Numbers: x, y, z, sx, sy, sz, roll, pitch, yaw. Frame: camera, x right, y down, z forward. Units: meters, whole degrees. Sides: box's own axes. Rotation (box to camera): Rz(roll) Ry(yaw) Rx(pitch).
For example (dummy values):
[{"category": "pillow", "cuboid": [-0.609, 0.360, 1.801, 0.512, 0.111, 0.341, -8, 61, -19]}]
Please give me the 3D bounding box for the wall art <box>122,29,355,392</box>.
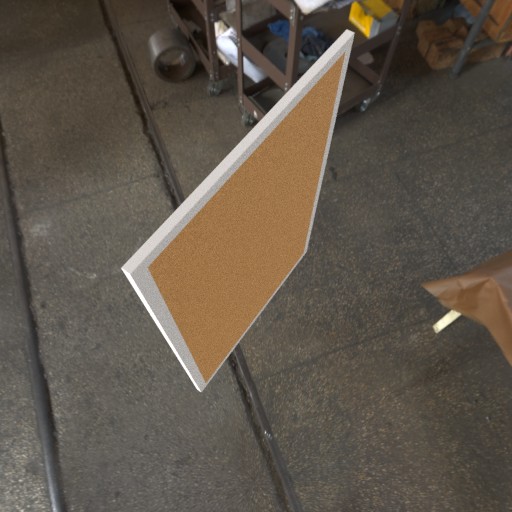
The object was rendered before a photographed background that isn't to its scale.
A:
[{"category": "wall art", "cuboid": [0.000, 0.000, 0.827, 0.013, 0.656, 0.456, 32, 67, 15]}]
